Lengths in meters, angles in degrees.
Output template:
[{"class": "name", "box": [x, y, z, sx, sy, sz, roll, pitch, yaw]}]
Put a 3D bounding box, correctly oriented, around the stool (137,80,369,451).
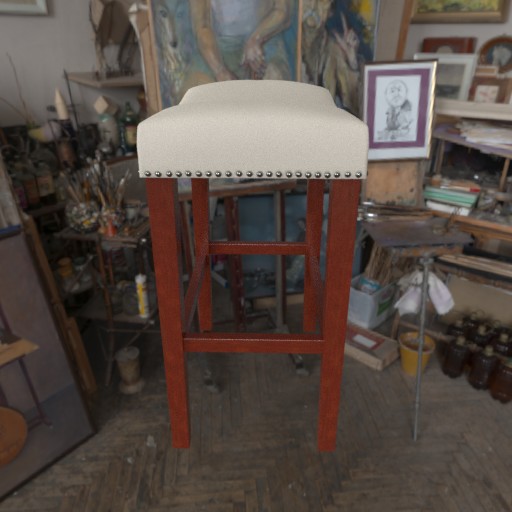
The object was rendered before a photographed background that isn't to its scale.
[{"class": "stool", "box": [0.000, 0.000, 1.048, 0.372, 0.742, 0.504, 1, 26, 1]}]
